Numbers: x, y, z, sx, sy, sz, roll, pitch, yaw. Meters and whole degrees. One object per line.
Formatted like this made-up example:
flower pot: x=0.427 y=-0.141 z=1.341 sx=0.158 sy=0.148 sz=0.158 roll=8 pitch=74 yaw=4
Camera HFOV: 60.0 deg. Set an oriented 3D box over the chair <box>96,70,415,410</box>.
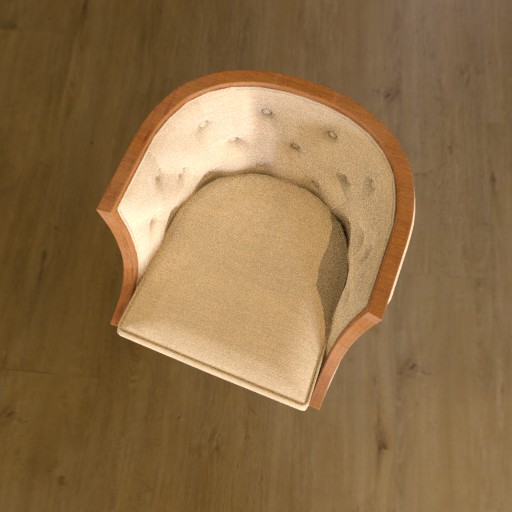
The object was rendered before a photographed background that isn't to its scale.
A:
chair: x=0.000 y=0.000 z=1.378 sx=0.711 sy=0.775 sz=0.757 roll=21 pitch=76 yaw=5
